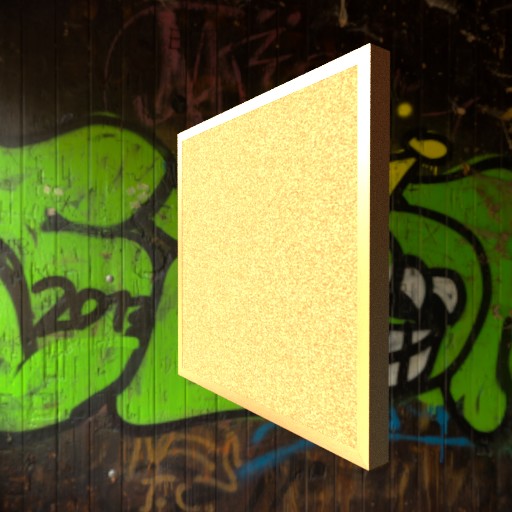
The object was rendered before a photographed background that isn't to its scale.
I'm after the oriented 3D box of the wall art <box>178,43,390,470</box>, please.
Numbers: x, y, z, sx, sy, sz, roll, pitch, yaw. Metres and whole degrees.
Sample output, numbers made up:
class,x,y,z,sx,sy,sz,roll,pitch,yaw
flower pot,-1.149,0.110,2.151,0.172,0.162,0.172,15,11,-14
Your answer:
class,x,y,z,sx,sy,sz,roll,pitch,yaw
wall art,0.000,0.000,0.744,0.037,0.509,0.510,-1,1,-36
